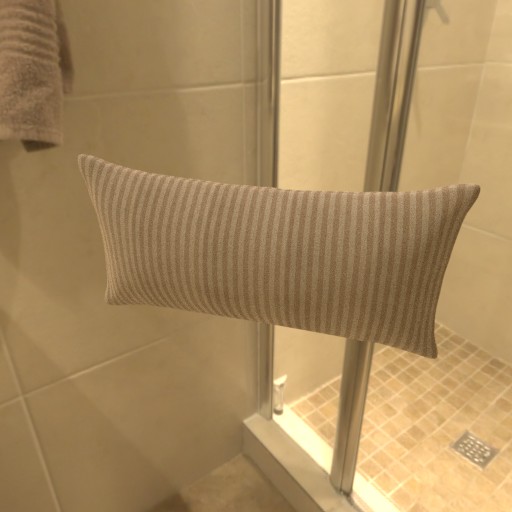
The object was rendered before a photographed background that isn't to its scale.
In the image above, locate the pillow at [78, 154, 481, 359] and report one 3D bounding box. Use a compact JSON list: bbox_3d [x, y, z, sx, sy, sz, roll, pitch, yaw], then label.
[{"bbox_3d":[0.000,0.000,0.725,0.617,0.295,0.151,7,28,14],"label":"pillow"}]
